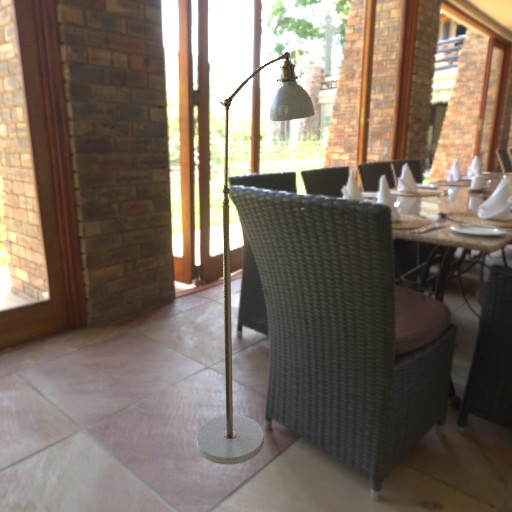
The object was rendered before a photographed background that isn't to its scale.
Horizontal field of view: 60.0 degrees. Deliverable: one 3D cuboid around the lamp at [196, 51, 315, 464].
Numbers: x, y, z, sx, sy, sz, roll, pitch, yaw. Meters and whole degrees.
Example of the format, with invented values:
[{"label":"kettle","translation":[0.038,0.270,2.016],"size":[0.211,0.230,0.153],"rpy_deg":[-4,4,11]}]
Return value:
[{"label":"lamp","translation":[0.000,0.000,1.813],"size":[0.599,1.586,0.288],"rpy_deg":[-14,20,-43]}]
